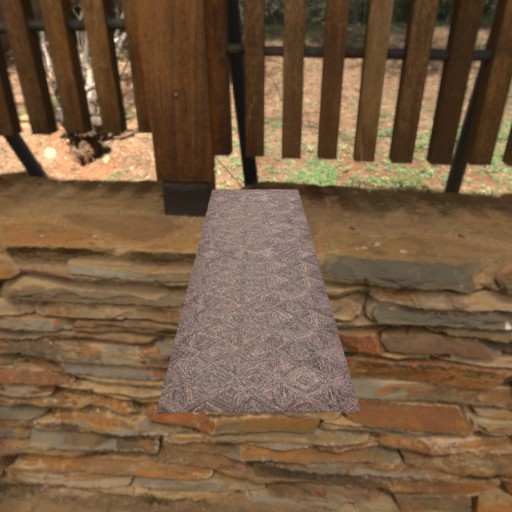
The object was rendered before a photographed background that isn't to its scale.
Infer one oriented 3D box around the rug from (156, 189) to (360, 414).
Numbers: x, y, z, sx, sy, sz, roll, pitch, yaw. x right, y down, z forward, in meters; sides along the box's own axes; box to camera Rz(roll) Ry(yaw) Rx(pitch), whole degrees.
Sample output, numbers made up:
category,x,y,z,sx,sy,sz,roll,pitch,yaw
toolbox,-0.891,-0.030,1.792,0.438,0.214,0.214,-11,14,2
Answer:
category,x,y,z,sx,sy,sz,roll,pitch,yaw
rug,0.000,0.000,2.508,0.691,0.011,2.296,0,27,0
